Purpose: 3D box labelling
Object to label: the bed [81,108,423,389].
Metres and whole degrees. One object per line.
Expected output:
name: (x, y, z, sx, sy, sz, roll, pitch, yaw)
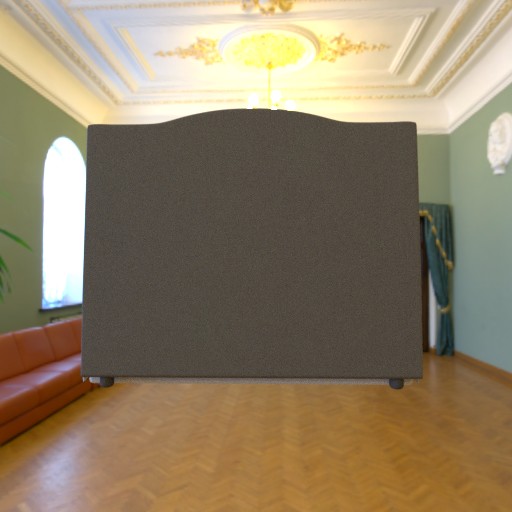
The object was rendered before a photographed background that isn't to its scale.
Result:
bed: (0.000, 0.000, 3.369, 1.821, 1.436, 2.282, 0, -2, 1)
